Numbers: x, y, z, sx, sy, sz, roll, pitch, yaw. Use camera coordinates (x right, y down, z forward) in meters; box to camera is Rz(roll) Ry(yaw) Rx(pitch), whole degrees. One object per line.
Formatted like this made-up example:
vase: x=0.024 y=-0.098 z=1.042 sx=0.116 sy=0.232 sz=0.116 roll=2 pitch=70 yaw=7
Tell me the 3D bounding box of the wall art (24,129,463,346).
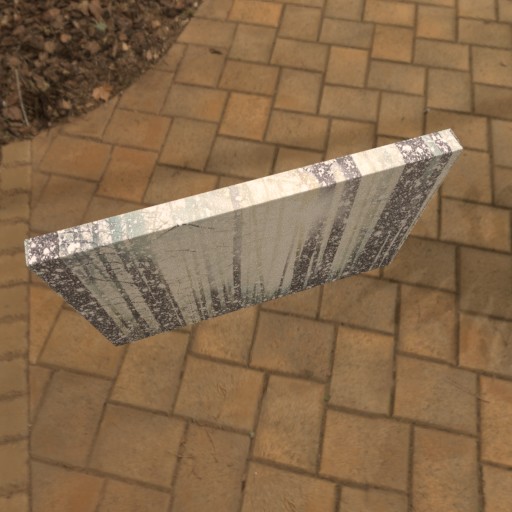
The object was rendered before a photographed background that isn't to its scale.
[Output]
wall art: x=0.000 y=0.000 z=0.783 sx=0.618 sy=0.398 sz=0.042 roll=-16 pitch=65 yaw=-8
